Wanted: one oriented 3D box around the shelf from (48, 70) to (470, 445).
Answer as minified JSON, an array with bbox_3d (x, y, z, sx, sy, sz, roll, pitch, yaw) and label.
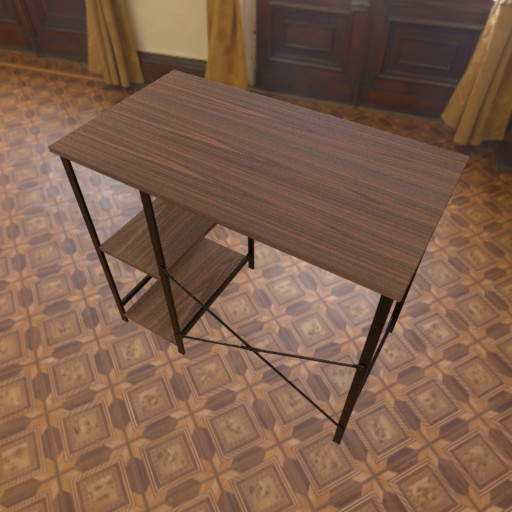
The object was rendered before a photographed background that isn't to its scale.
[{"bbox_3d":[0.000,0.000,1.355,0.902,0.750,0.498,24,52,21],"label":"shelf"}]
